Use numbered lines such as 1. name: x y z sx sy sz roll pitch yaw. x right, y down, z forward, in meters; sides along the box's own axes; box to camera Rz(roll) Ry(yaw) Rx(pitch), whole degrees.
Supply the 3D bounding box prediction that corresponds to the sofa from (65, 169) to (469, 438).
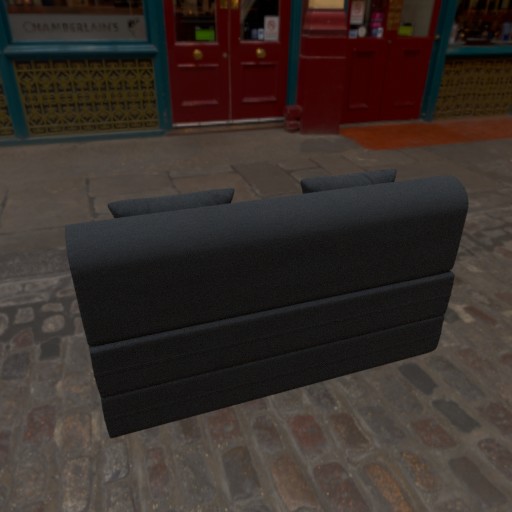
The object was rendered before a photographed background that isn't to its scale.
1. sofa: 0.000 0.000 1.686 1.225 0.670 0.762 -10 30 -17
